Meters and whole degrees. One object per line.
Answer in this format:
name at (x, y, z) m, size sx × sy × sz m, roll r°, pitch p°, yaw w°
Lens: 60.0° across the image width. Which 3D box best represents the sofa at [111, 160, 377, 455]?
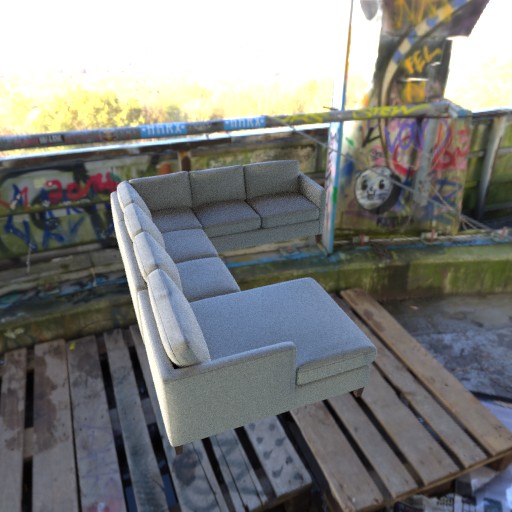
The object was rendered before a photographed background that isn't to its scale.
sofa at (0.000, 0.000, 4.624) m, size 2.593 × 0.959 × 3.460 m, roll -11°, pitch 31°, yaw -18°
